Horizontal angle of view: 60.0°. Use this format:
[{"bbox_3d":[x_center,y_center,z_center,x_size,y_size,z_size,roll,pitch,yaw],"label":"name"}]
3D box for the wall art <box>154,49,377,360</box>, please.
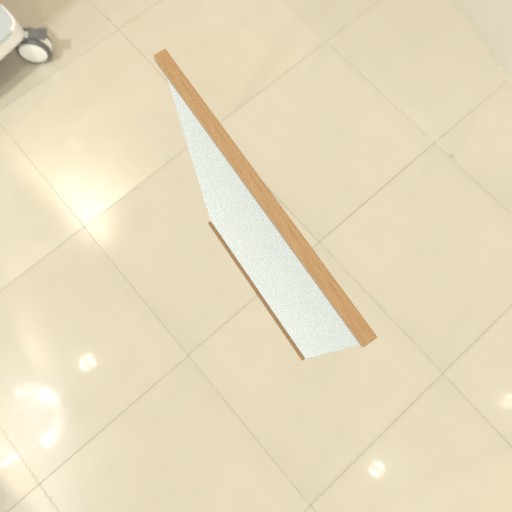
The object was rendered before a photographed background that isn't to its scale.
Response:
[{"bbox_3d":[0.000,0.000,0.643,0.013,0.510,0.335,-33,78,-8],"label":"wall art"}]
